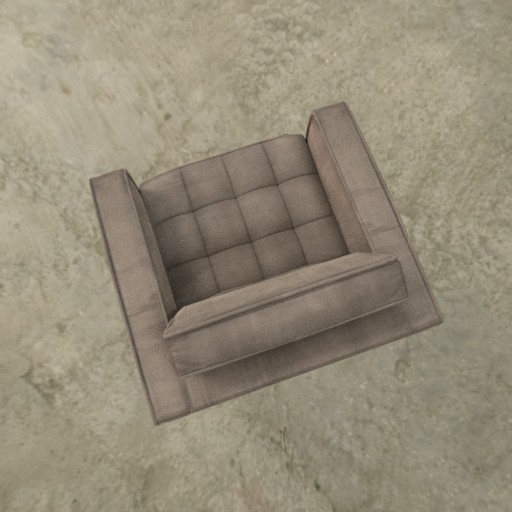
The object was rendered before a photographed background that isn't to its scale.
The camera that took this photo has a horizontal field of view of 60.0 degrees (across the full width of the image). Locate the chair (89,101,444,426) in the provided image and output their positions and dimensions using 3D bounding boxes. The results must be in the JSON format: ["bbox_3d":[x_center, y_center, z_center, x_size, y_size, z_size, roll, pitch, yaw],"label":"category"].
[{"bbox_3d":[0.000,0.000,1.534,0.928,0.773,0.843,-18,76,-5],"label":"chair"}]
